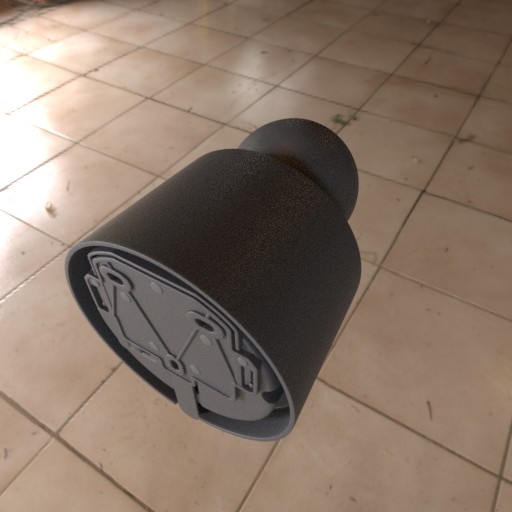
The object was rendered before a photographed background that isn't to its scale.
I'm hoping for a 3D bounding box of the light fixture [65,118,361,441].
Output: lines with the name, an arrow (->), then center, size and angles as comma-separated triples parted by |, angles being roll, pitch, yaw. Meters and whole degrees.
light fixture -> 0.000, 0.000, 0.264 | 0.134, 0.143, 0.160 | 23, 51, 21
